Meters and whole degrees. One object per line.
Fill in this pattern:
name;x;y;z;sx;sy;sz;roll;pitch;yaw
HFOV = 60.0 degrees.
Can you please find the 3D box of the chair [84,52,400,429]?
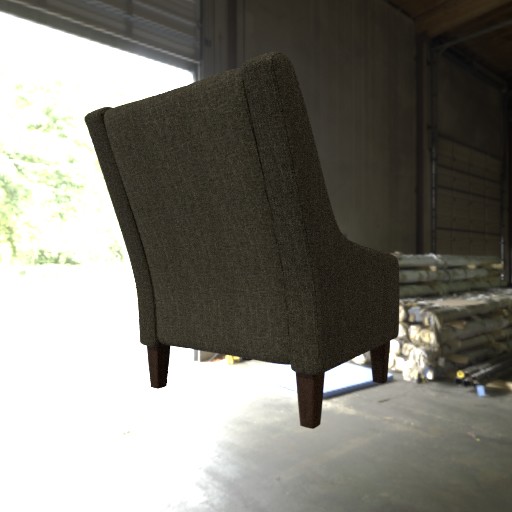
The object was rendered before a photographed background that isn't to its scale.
chair;0.000;0.000;1.660;0.793;1.012;0.944;0;0;36
